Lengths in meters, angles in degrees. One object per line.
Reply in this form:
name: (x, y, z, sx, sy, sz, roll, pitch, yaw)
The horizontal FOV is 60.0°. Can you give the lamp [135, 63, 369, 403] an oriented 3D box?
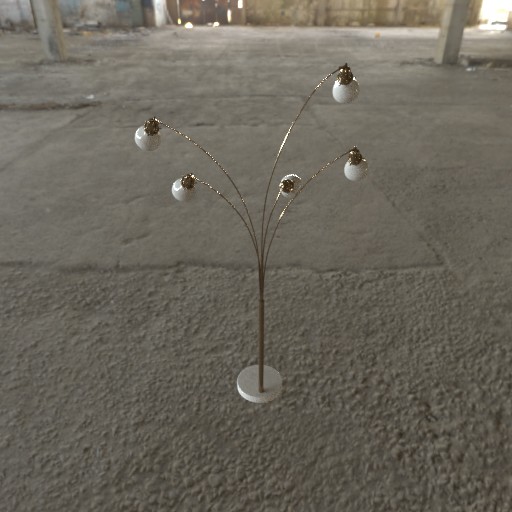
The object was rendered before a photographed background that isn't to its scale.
lamp: (0.000, 0.000, 2.997, 1.405, 2.423, 0.361, -1, 30, -2)
